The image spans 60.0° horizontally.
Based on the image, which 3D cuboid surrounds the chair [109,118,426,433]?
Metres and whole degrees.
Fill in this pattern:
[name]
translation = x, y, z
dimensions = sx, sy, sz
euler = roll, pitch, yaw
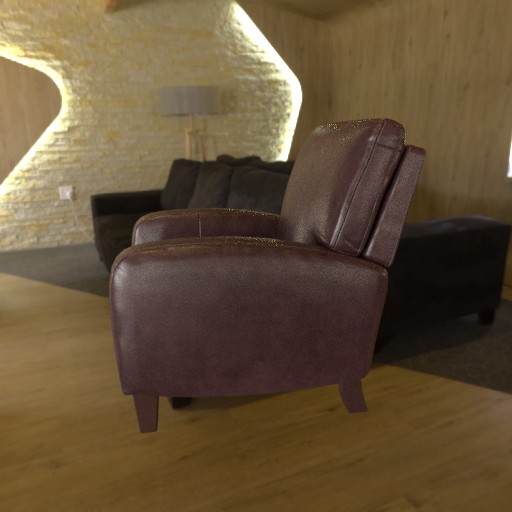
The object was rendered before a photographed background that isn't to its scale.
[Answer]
[chair]
translation = 0.000, 0.000, 1.691
dimensions = 0.990, 0.990, 0.762
euler = -2, 15, -9
